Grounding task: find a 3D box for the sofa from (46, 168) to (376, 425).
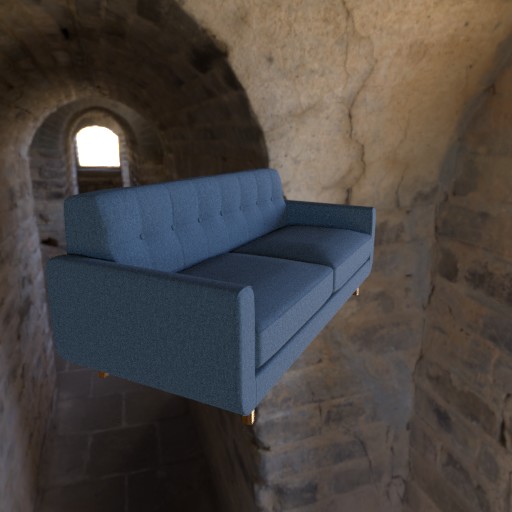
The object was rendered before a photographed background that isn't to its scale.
[{"bbox_3d":[0.000,0.000,2.545,0.942,0.884,2.055,7,17,26],"label":"sofa"}]
